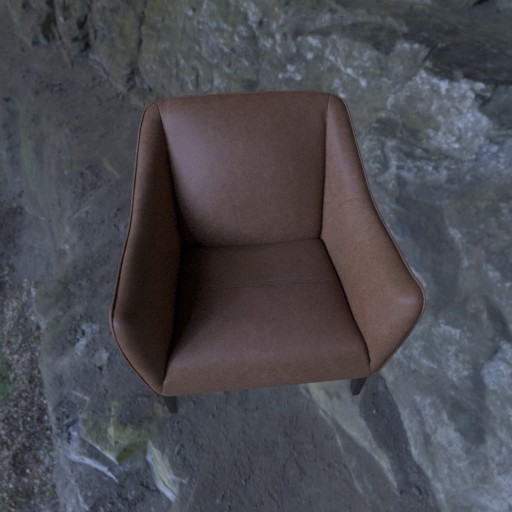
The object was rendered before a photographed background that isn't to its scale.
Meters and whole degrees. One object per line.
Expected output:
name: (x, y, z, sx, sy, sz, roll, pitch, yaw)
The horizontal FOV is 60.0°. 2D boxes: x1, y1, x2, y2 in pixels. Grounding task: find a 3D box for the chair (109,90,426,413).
chair: (0.000, 0.000, 1.584, 0.871, 0.830, 0.852, -4, 46, -4)
